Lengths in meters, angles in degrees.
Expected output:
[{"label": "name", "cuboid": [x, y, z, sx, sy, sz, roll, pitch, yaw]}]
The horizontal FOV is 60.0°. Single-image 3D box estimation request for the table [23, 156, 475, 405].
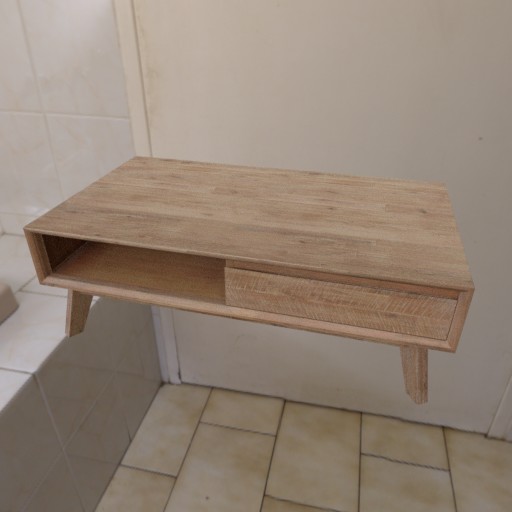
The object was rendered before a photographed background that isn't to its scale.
[{"label": "table", "cuboid": [0.000, 0.000, 2.041, 1.619, 0.531, 0.918, 8, 31, 13]}]
